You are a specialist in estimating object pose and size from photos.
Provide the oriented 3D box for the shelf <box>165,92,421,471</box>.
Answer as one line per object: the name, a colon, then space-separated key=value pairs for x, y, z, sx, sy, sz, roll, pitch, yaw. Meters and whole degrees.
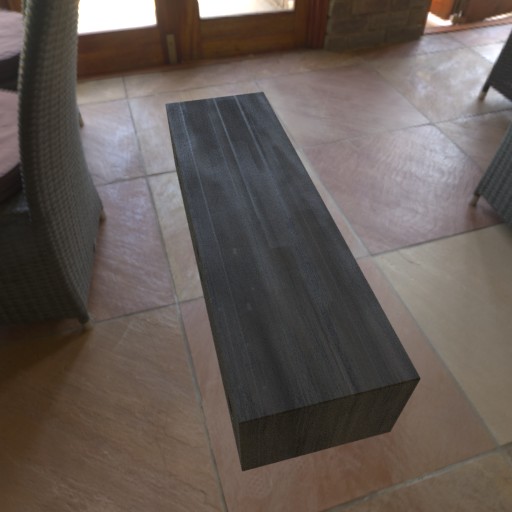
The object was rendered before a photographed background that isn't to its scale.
shelf: x=0.000 y=0.000 z=1.513 sx=0.400 sy=0.495 sz=1.300 roll=-11 pitch=48 yaw=-10
